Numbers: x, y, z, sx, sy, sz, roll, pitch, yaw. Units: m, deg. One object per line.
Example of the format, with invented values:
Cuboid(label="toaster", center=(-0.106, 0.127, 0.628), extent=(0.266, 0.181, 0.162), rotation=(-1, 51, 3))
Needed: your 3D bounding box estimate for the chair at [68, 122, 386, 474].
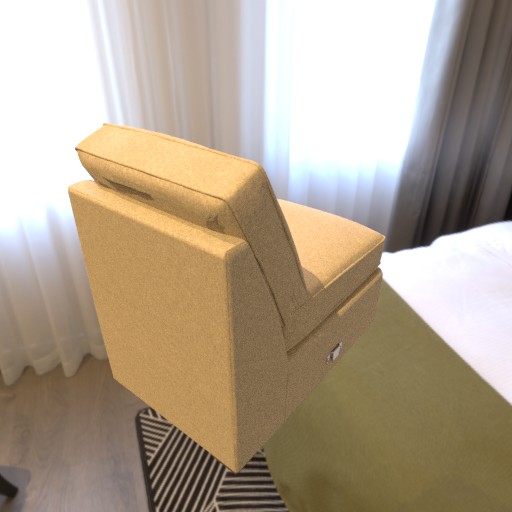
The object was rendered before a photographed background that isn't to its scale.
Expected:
Cuboid(label="chair", center=(0.000, 0.000, 1.681), extent=(0.674, 1.058, 1.020), rotation=(22, 37, 33))
